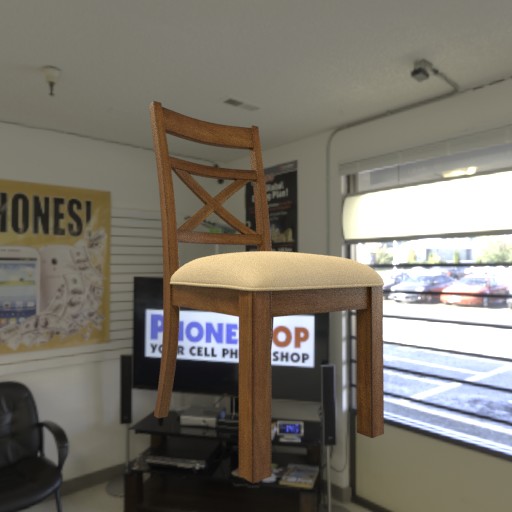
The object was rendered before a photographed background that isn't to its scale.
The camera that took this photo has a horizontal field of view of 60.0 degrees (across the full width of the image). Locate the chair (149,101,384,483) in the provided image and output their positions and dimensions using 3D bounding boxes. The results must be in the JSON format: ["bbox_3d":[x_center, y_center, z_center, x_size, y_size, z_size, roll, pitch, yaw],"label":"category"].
[{"bbox_3d":[0.000,0.000,1.269,0.461,0.949,0.581,1,-2,-38],"label":"chair"}]
